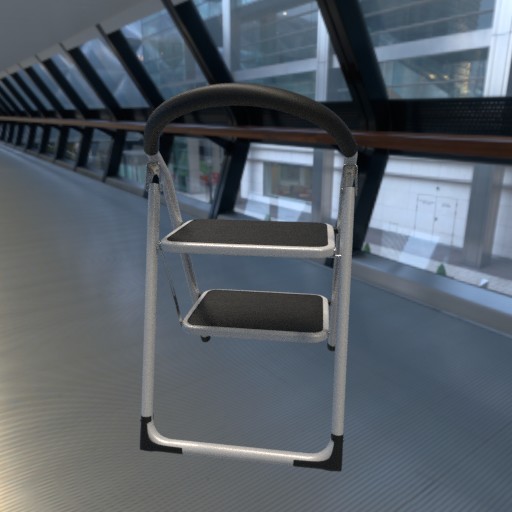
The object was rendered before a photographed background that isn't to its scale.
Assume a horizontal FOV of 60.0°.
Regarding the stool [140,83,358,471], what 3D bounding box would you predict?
[{"bbox_3d":[0.000,0.000,1.100,0.453,0.760,0.559,2,17,8],"label":"stool"}]
